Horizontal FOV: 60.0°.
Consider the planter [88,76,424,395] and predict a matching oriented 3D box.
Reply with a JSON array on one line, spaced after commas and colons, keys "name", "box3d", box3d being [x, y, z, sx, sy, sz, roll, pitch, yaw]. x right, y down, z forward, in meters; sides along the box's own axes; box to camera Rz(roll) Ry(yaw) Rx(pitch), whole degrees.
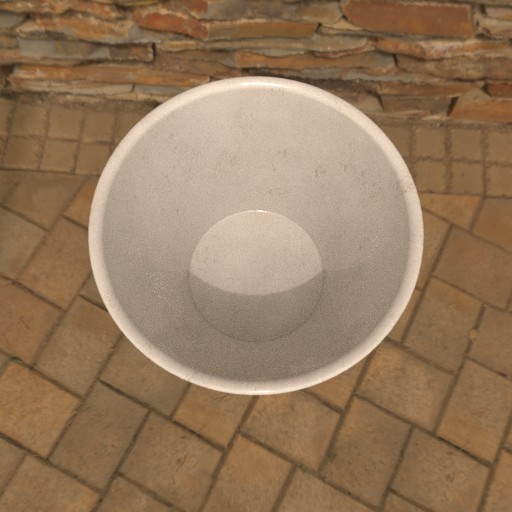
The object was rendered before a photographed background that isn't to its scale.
[{"name": "planter", "box3d": [0.000, 0.000, 0.450, 0.260, 0.220, 0.260, 0, 75, 0]}]
